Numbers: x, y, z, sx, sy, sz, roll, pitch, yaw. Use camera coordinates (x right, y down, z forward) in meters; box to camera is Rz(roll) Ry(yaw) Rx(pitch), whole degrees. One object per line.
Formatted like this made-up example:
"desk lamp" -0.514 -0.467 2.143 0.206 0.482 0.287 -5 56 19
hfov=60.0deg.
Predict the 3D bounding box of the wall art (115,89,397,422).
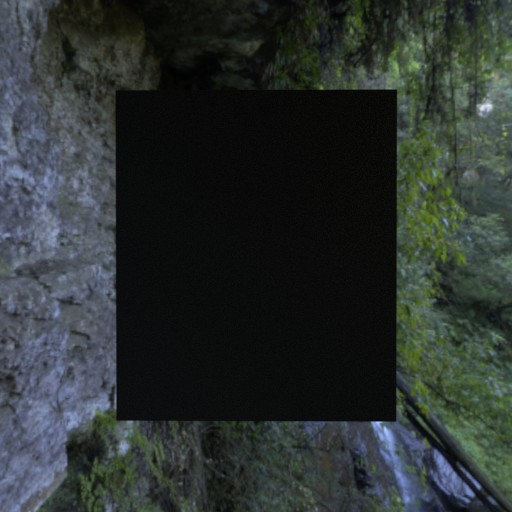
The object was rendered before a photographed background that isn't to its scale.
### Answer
"wall art" 0.000 0.000 0.686 0.428 0.505 0.023 0 1 1
